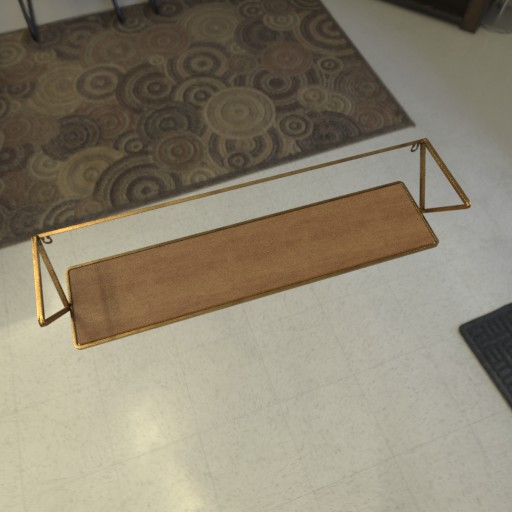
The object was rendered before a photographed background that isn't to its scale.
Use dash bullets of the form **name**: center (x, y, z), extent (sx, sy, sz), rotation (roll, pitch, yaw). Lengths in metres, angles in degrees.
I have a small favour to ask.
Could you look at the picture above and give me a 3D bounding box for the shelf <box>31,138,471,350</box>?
- **shelf**: center (0.000, 0.000, 0.762), extent (0.645, 0.229, 0.150), rotation (-15, 62, -8)
